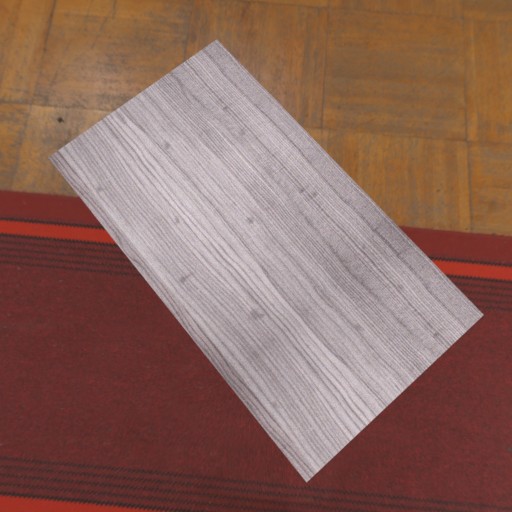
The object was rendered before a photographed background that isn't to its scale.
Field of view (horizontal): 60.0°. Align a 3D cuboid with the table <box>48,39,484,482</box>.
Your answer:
[{"bbox_3d":[0.000,0.000,2.080,0.881,0.736,1.579,-39,79,-9],"label":"table"}]
